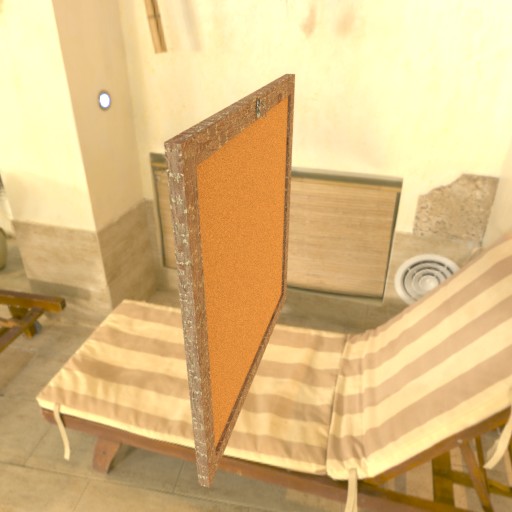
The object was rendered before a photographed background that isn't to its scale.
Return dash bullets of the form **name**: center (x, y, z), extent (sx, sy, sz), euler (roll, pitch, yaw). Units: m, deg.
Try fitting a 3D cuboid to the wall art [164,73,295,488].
- **wall art**: center (0.000, 0.000, 0.555), extent (0.022, 0.380, 0.380), euler (8, 30, 14)
